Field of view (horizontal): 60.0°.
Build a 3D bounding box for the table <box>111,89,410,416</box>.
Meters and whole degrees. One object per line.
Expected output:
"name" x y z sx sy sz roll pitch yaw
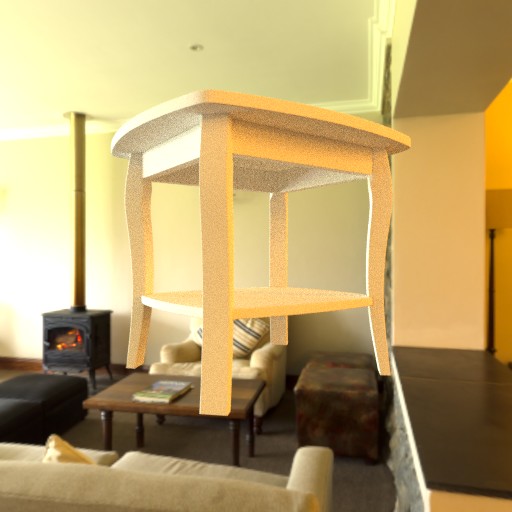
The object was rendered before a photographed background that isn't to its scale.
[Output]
"table" 0.000 0.000 0.857 0.502 0.438 0.451 0 0 -35
